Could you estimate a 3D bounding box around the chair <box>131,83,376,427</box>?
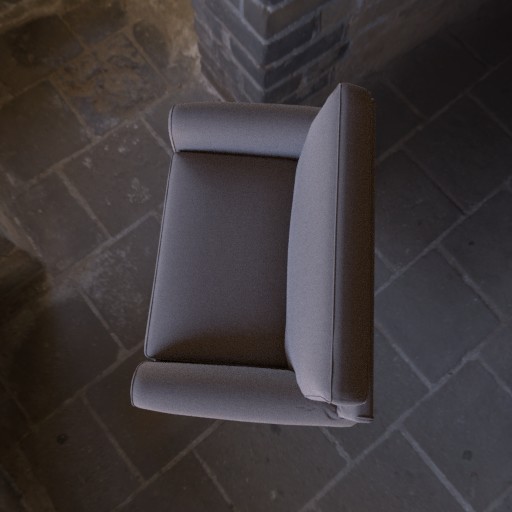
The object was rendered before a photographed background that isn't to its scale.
[{"bbox_3d":[0.000,0.000,2.003,0.930,0.930,1.390,4,75,1],"label":"chair"}]
